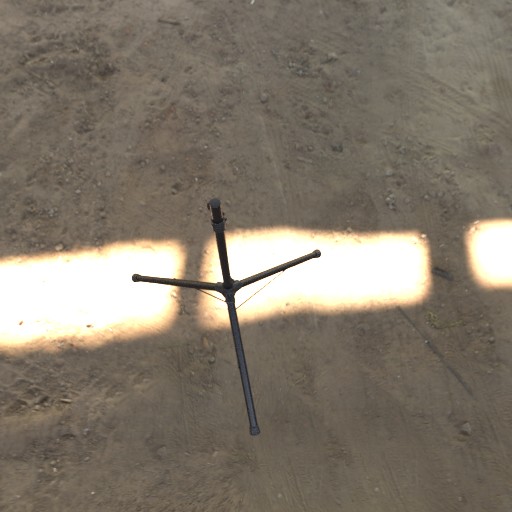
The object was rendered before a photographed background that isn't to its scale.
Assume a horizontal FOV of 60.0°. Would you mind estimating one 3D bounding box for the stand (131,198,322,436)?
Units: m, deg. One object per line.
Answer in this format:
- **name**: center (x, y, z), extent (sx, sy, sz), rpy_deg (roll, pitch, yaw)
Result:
- **stand**: center (0.000, 0.000, 1.838), extent (0.907, 1.136, 1.045), rpy_deg (-35, 70, -15)
